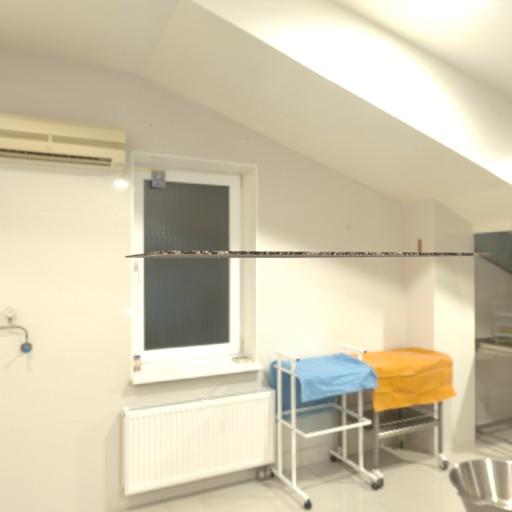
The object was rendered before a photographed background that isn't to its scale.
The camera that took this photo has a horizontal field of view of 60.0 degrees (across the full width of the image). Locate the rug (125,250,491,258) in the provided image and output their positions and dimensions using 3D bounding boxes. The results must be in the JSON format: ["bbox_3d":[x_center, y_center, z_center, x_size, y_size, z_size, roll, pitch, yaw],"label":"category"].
[{"bbox_3d":[0.000,0.000,2.256,1.186,0.012,1.814,0,-1,-19],"label":"rug"}]
